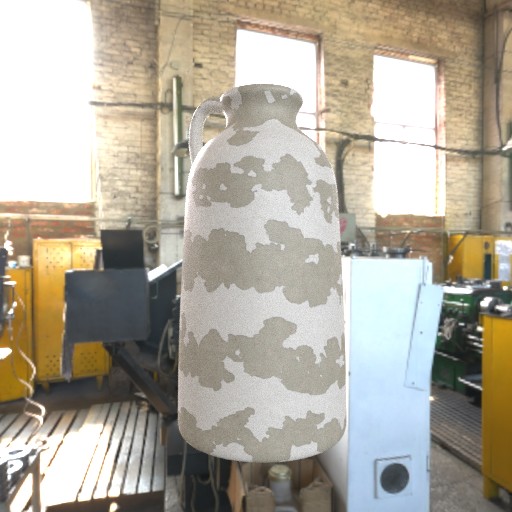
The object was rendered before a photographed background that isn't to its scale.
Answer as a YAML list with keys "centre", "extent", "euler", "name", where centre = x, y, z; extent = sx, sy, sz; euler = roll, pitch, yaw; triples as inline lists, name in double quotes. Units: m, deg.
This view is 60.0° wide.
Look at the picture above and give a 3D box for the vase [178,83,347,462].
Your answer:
- centre: [0.000, 0.000, 0.500]
  extent: [0.203, 0.382, 0.186]
  euler: [0, 1, 36]
  name: "vase"
